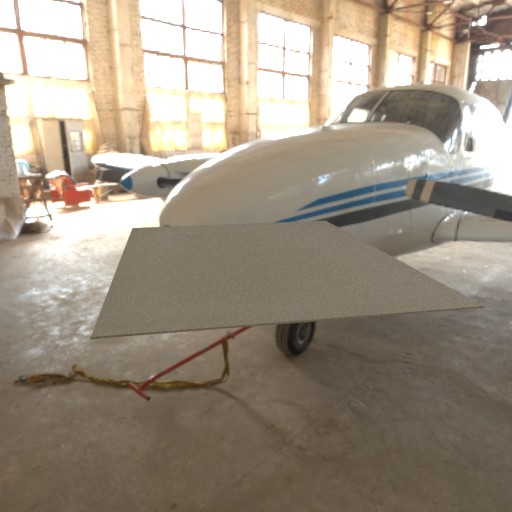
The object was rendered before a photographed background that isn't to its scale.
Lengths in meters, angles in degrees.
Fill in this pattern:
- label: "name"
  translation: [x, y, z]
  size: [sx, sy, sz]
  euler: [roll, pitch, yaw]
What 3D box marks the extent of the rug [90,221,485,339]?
- label: "rug"
  translation: [0.000, 0.000, 3.476]
  size: [2.073, 0.011, 2.584]
  euler: [-3, 15, -11]
